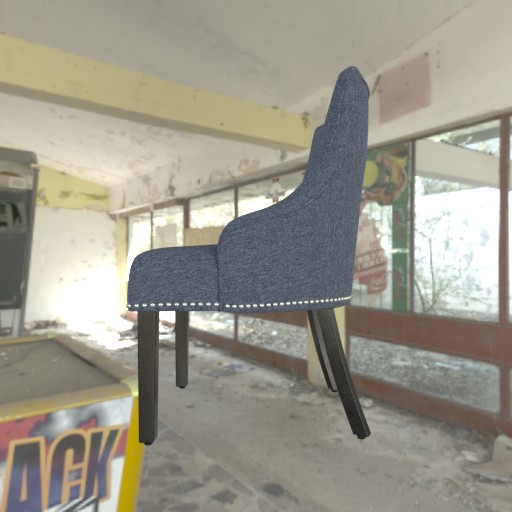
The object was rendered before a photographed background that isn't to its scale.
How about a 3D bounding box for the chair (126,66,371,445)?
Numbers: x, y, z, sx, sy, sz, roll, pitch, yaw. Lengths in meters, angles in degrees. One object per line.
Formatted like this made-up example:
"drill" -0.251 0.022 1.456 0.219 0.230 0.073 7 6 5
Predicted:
"chair" 0.000 0.000 1.302 0.629 0.909 0.566 0 -1 0
